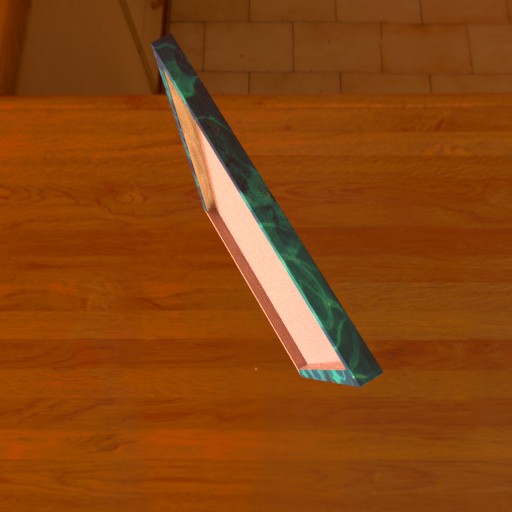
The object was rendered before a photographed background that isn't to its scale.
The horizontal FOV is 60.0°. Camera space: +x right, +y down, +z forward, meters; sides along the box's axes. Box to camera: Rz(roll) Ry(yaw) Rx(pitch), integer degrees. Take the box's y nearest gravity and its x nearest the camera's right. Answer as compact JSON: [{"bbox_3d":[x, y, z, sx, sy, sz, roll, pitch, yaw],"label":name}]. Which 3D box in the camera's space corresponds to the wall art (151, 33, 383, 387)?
[{"bbox_3d":[0.000,0.000,1.013,0.038,0.760,0.609,-29,78,-7],"label":"wall art"}]
